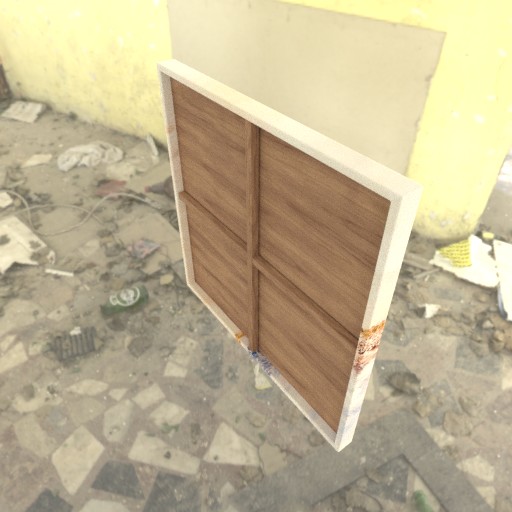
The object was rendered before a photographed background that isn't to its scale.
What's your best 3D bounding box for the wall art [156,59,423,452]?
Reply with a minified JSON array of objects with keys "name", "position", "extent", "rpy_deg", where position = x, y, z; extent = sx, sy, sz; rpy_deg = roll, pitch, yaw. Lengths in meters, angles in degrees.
[{"name":"wall art","position":[0.000,0.000,1.559],"extent":[0.071,1.061,1.061],"rpy_deg":[-26,47,-27]}]
